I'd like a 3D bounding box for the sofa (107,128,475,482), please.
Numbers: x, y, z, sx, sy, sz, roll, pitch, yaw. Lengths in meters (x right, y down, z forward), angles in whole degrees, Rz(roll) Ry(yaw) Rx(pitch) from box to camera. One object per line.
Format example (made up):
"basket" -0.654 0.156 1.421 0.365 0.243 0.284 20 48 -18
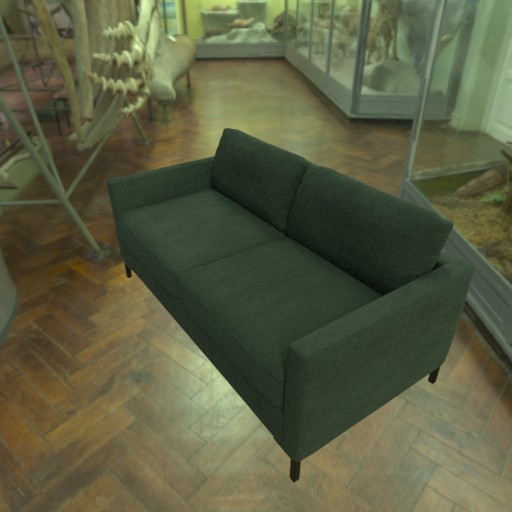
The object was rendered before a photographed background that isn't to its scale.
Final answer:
"sofa" 0.000 0.000 2.129 0.875 0.817 1.676 -20 37 -29
